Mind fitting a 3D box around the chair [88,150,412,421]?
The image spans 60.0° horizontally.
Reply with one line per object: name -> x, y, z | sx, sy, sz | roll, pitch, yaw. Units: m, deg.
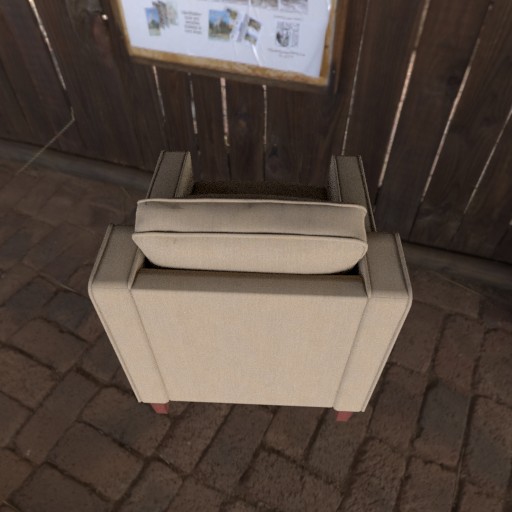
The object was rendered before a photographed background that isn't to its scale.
chair -> 0.000, 0.000, 1.672 | 0.831, 0.960, 0.909 | 2, 47, 2
